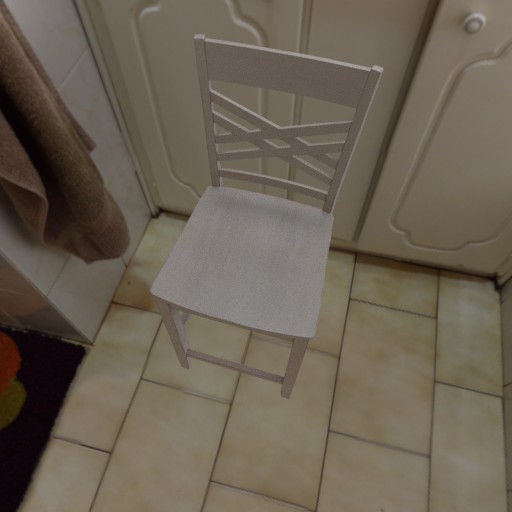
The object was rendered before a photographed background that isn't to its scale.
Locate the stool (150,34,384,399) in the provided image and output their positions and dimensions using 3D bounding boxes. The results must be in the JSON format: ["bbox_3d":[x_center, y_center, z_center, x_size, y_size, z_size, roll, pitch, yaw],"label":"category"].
[{"bbox_3d":[0.000,0.000,1.381,0.462,1.079,0.539,14,60,8],"label":"stool"}]
